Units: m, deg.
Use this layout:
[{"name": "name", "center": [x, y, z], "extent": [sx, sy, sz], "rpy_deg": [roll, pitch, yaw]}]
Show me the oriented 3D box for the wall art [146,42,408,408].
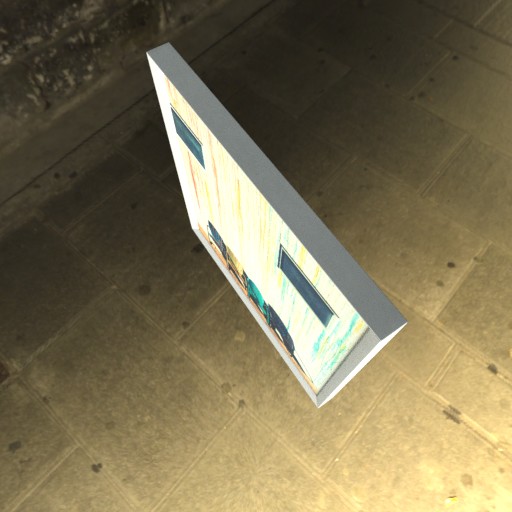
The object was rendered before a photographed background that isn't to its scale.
[{"name": "wall art", "center": [0.000, 0.000, 0.773], "extent": [0.037, 0.508, 0.508], "rpy_deg": [-31, 68, -14]}]
